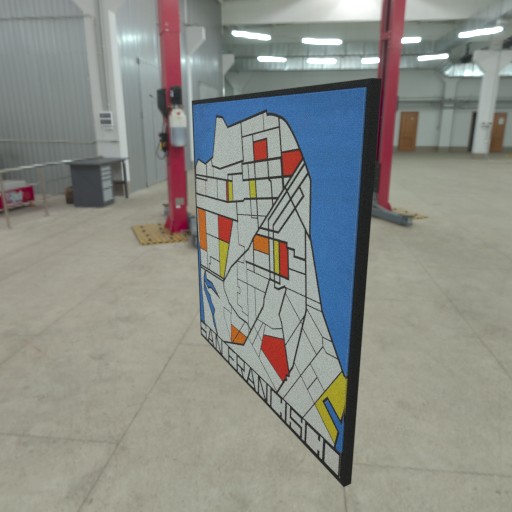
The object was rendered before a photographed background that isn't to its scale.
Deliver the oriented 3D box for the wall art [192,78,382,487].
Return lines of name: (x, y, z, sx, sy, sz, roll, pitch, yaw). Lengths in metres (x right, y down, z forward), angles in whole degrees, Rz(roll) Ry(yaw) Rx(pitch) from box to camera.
wall art: (0.000, 0.000, 0.661, 0.013, 0.457, 0.458, -9, 19, -27)
